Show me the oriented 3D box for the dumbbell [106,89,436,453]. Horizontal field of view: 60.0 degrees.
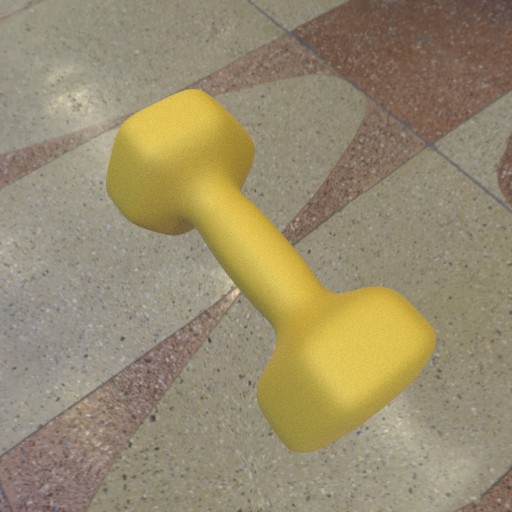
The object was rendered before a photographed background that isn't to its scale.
[{"bbox_3d":[0.000,0.000,0.233,0.090,0.082,0.190,-33,68,-15],"label":"dumbbell"}]
